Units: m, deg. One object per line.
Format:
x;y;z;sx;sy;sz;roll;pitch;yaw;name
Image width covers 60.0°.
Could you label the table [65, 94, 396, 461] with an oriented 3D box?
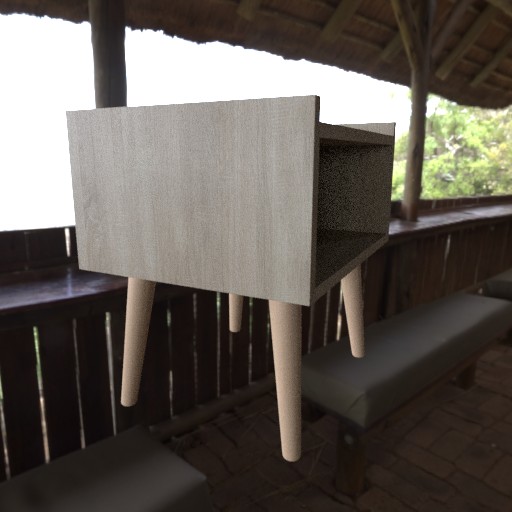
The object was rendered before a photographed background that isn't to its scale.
0.000;0.000;0.785;0.370;0.470;0.450;7;14;27;table
